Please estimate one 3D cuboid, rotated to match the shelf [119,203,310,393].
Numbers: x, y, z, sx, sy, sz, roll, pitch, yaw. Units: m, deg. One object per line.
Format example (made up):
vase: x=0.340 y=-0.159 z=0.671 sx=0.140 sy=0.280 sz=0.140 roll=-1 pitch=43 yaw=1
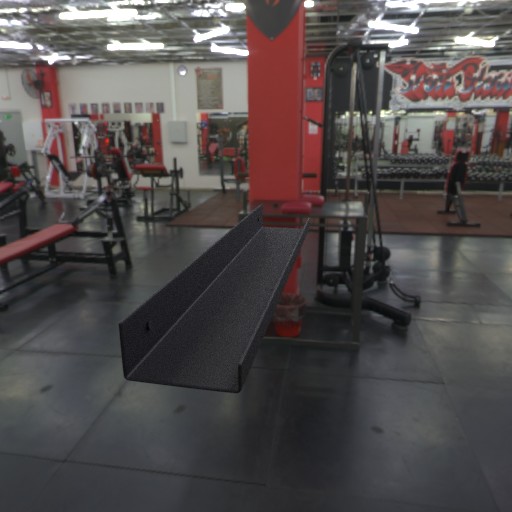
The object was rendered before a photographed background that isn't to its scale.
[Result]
shelf: x=0.000 y=0.000 z=0.637 sx=0.102 sy=0.053 sz=0.605 roll=3 pitch=16 yaw=11
